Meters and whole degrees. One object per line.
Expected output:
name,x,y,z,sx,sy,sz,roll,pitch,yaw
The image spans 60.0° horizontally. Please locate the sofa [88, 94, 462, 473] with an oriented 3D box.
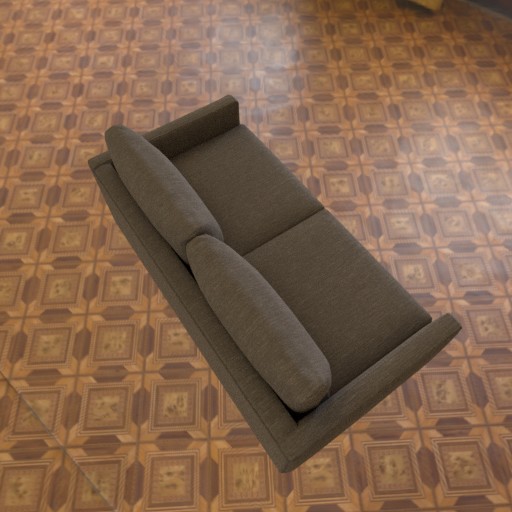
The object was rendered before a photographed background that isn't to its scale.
sofa,0.000,0.000,2.118,0.875,0.840,1.682,-31,64,-17
